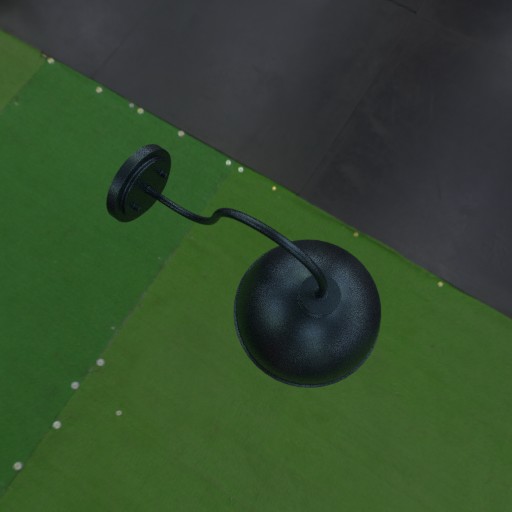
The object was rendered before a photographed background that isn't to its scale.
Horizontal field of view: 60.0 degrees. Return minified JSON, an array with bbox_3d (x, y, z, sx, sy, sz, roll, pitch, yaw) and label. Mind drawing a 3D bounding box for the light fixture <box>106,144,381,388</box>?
[{"bbox_3d":[0.000,0.000,0.645,0.467,0.295,0.253,34,77,9],"label":"light fixture"}]
